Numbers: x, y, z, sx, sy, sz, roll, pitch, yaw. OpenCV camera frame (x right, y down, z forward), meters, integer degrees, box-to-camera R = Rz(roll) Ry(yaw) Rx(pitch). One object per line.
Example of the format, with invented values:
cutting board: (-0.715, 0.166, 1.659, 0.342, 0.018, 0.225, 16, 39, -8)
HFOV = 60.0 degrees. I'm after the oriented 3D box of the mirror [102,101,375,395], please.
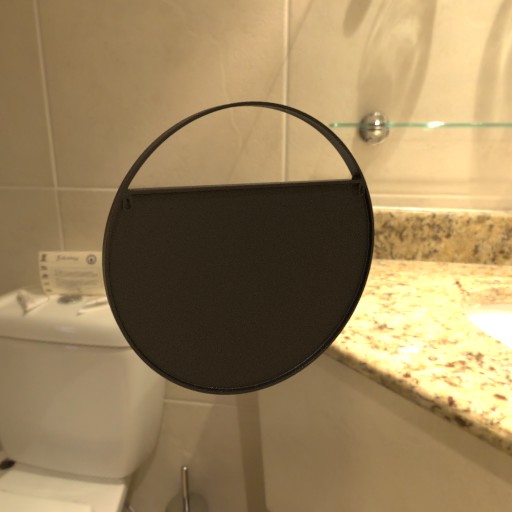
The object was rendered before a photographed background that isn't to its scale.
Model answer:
mirror: (0.000, 0.000, 0.858, 0.565, 0.565, 0.032, -7, 16, -26)
